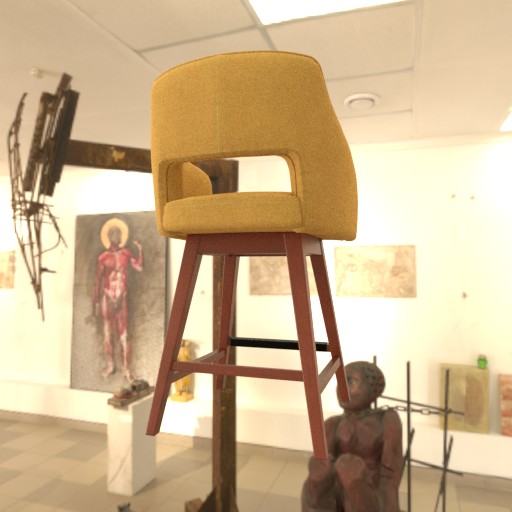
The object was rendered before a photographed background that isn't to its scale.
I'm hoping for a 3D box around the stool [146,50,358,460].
[{"bbox_3d":[0.000,0.000,1.262,0.548,0.924,0.558,0,-1,19],"label":"stool"}]
